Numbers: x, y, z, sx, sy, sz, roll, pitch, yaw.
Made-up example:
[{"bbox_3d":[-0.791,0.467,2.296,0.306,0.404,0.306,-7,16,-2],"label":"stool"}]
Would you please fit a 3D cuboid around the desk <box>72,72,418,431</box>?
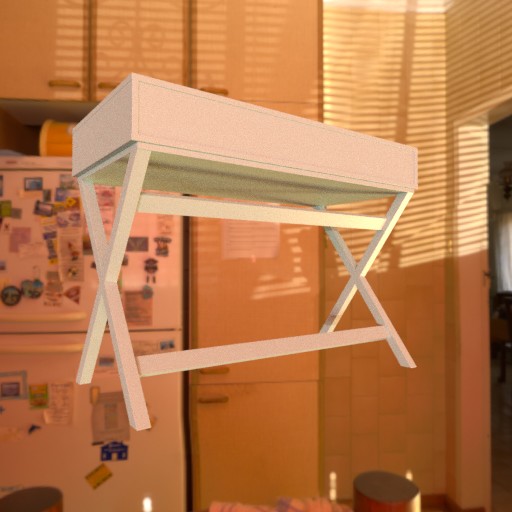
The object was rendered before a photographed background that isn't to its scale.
[{"bbox_3d":[0.000,0.000,1.483,1.057,0.780,0.525,1,-2,-36],"label":"desk"}]
